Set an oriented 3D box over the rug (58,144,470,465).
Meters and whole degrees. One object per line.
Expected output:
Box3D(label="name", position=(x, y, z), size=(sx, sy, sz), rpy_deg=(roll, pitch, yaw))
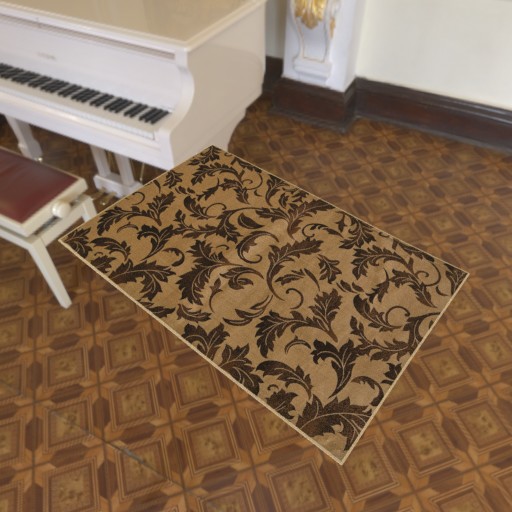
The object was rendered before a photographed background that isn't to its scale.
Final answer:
Box3D(label="rug", position=(0.000, 0.000, 2.923), size=(2.284, 0.008, 1.522), rpy_deg=(32, 55, 26))
